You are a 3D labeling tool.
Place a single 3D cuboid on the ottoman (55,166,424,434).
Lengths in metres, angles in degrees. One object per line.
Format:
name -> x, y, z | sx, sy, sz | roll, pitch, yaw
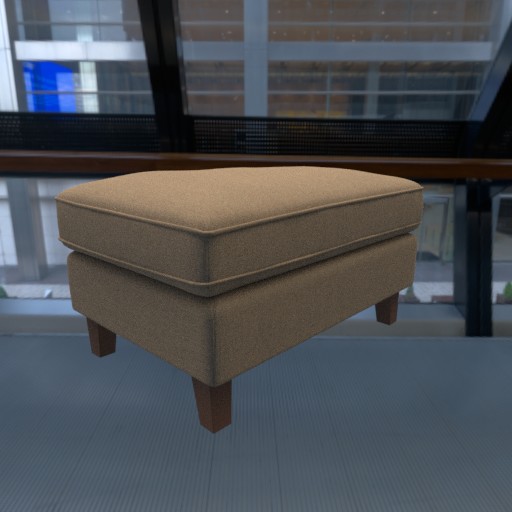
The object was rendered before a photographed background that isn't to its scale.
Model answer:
ottoman -> 0.000, 0.000, 1.327 | 0.636, 0.521, 0.945 | 13, 20, 42
